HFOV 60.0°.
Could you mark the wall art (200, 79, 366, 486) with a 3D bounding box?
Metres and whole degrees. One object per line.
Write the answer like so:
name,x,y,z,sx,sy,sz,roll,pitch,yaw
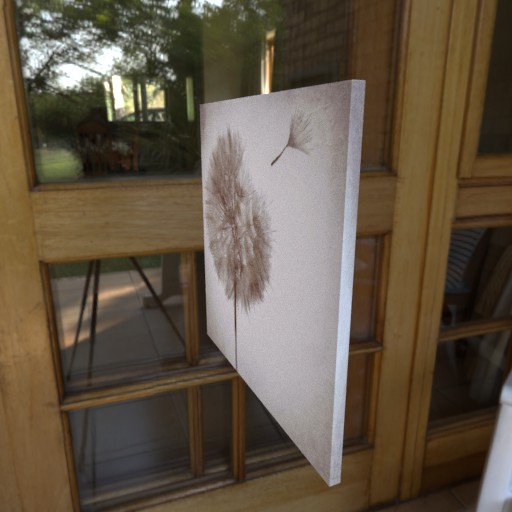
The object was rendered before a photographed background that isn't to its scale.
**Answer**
wall art,0.000,0.000,1.122,0.027,0.762,0.762,-7,17,-24
